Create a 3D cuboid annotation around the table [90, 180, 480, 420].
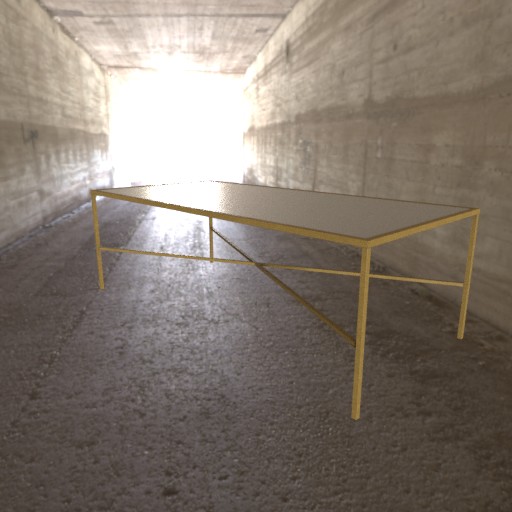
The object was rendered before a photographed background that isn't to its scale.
[{"bbox_3d":[0.000,0.000,1.514,0.580,0.398,1.206,-14,21,-43],"label":"table"}]
